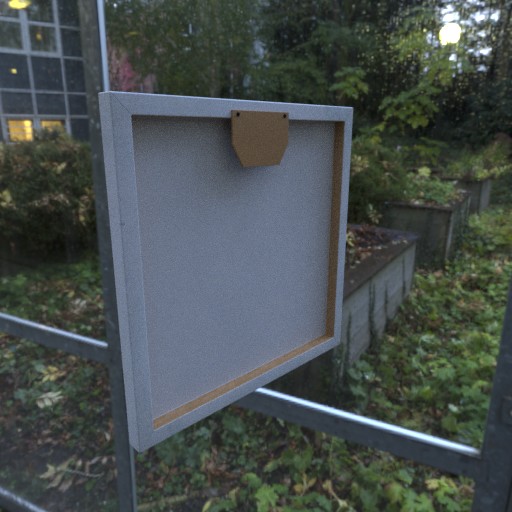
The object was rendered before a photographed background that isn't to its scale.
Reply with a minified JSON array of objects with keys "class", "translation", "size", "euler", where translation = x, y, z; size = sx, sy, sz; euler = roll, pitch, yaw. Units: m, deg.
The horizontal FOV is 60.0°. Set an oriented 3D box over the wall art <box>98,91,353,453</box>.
[{"class":"wall art","translation":[0.000,0.000,0.919],"size":[0.605,0.605,0.044],"euler":[-15,21,-42]}]
